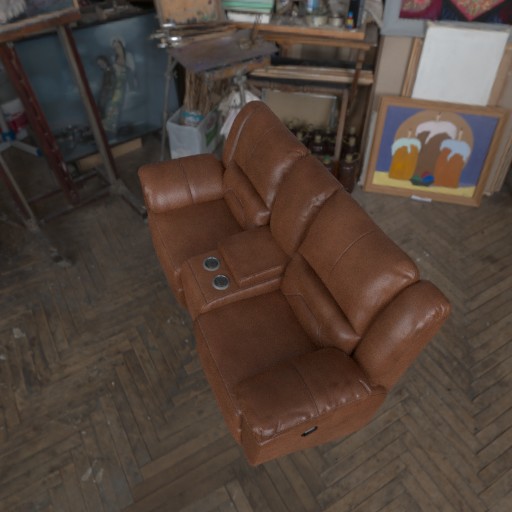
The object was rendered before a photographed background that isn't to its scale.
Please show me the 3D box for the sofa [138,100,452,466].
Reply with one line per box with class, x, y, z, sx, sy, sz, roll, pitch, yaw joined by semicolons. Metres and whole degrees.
sofa;0.000;0.000;2.629;0.991;1.043;2.058;-18;49;-16
